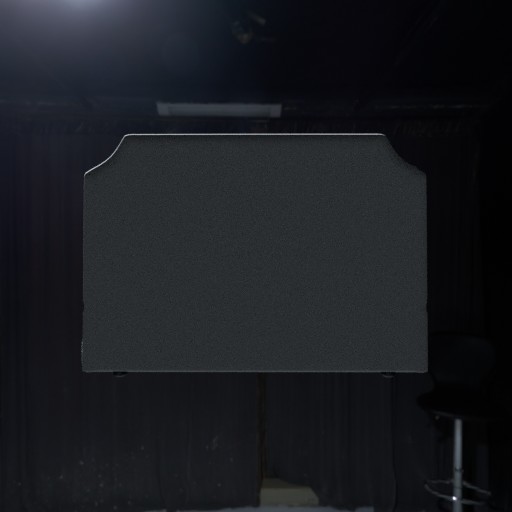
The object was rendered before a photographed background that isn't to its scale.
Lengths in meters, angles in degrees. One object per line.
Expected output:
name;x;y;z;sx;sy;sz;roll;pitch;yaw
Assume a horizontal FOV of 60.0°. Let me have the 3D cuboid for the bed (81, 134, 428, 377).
bed;0.000;0.000;3.561;1.977;1.293;2.498;0;0;0
